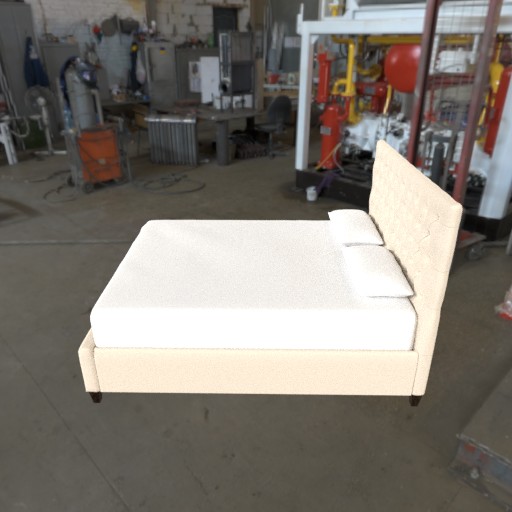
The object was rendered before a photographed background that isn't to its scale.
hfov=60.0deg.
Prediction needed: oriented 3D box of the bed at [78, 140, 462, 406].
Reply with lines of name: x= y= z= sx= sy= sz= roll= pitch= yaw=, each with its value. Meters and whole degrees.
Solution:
bed: x=0.000 y=0.000 z=3.390 sx=2.233 sy=1.426 sz=1.696 roll=0 pitch=26 yaw=1
